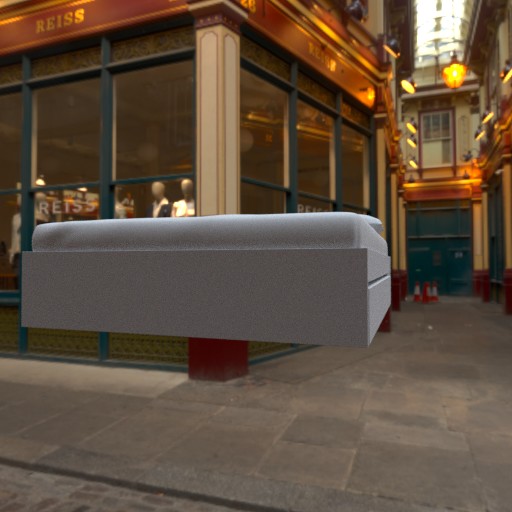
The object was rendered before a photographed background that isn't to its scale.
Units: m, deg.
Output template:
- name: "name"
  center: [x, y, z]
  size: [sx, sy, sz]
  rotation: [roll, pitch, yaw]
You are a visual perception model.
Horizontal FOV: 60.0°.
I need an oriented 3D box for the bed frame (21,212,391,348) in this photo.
- name: "bed frame"
  center: [0.000, 0.000, 2.583]
  size: [1.450, 0.629, 1.950]
  rotation: [0, -1, 19]
